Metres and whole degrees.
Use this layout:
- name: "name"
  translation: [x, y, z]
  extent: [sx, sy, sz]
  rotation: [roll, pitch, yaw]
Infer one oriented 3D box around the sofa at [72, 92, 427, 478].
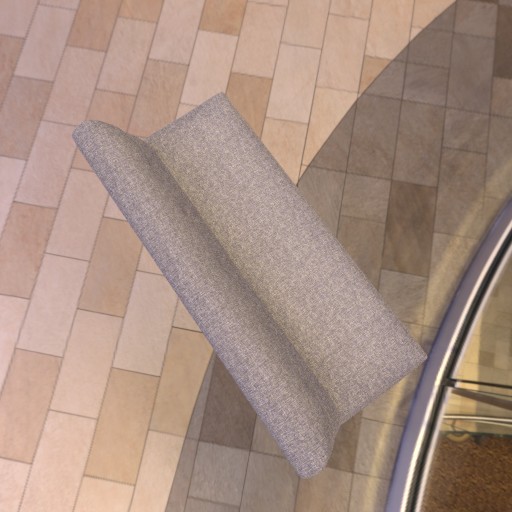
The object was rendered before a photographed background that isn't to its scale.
- name: "sofa"
  translation: [0.000, 0.000, 2.237]
  extent: [0.820, 0.770, 1.820]
  rotation: [-35, 80, -7]
